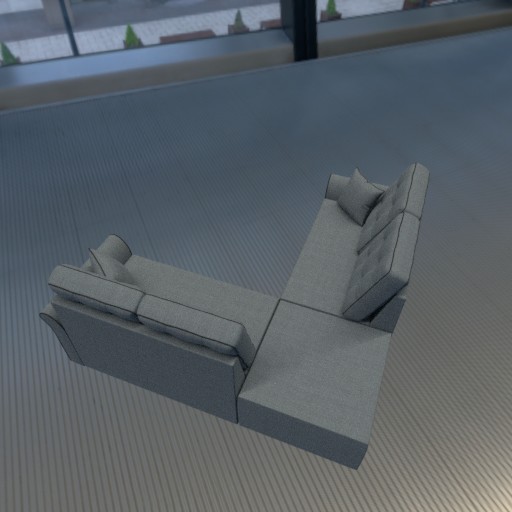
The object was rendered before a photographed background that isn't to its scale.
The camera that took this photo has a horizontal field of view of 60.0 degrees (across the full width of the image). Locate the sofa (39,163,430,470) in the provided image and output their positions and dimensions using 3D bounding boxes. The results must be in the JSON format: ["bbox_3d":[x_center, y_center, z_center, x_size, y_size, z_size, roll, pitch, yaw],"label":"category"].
[{"bbox_3d":[0.000,0.000,3.202,2.070,0.988,2.068,16,48,14],"label":"sofa"}]
